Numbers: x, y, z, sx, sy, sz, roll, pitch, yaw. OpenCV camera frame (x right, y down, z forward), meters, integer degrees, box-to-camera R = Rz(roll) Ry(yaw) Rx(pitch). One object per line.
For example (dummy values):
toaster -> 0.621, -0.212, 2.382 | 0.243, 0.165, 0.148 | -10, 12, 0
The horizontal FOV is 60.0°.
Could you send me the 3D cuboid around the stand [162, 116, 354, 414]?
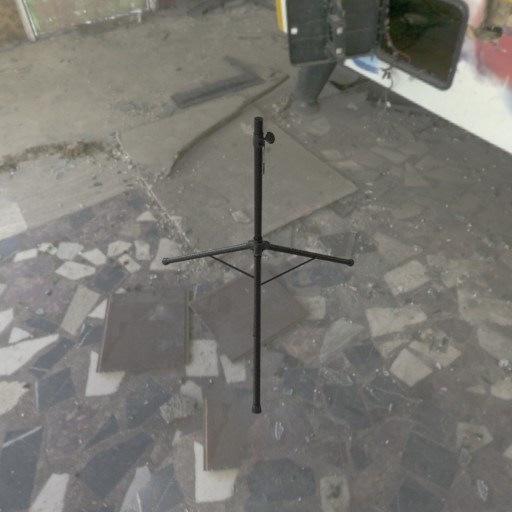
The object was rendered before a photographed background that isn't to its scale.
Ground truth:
stand -> 0.000, 0.000, 2.705 | 1.596, 1.595, 1.339 | 1, 48, 1
